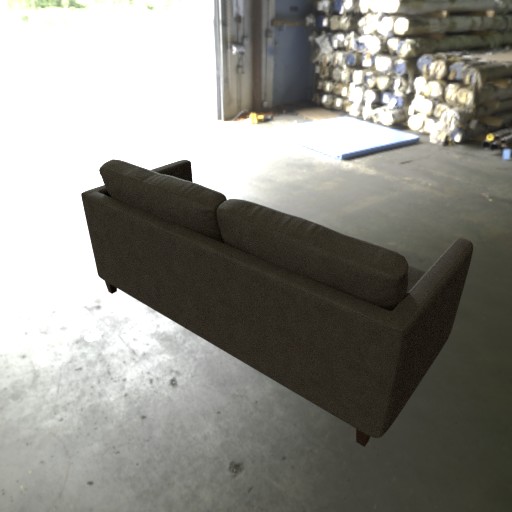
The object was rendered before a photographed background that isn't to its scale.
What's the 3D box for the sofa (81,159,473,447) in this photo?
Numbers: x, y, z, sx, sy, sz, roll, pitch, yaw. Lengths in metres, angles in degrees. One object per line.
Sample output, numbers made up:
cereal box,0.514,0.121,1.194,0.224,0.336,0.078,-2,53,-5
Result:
sofa,0.000,0.000,2.705,2.208,0.965,0.951,22,37,33
